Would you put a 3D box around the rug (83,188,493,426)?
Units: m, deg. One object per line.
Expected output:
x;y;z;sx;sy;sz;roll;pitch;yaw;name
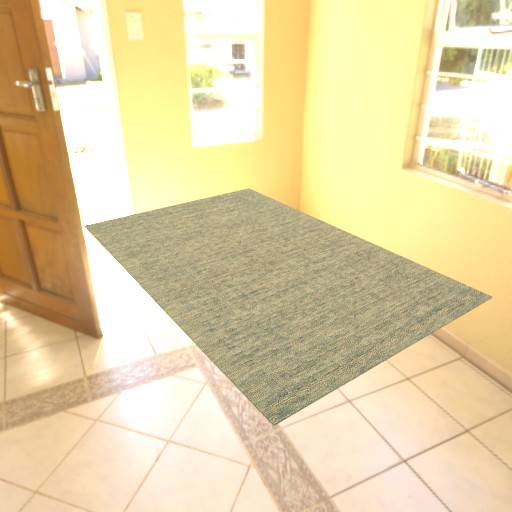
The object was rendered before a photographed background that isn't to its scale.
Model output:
0.000;0.000;2.164;1.142;0.006;1.752;-18;32;-31;rug
